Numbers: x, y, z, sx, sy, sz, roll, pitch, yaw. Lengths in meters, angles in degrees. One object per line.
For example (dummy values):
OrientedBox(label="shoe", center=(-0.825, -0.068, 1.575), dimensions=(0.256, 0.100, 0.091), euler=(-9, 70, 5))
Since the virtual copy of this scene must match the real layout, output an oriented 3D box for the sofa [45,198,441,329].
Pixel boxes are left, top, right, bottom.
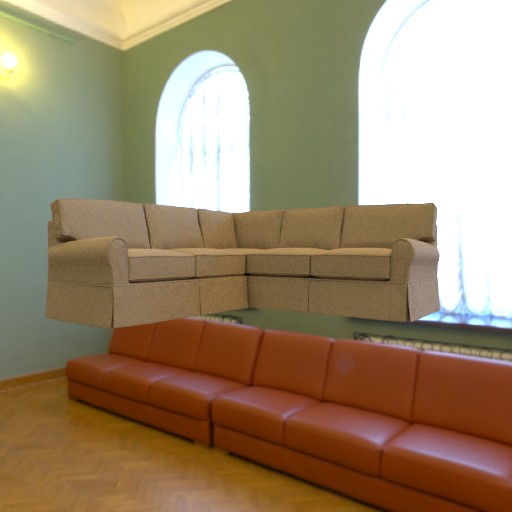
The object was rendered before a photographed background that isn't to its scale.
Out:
OrientedBox(label="sofa", center=(0.000, 0.000, 4.223), dimensions=(2.733, 1.124, 2.730), euler=(0, 1, 37))
